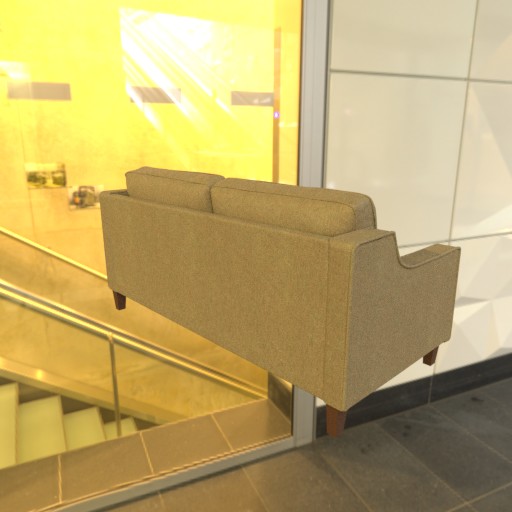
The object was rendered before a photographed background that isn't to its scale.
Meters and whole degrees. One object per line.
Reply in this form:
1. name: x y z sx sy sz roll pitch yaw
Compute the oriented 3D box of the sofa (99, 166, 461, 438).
1. sofa: 0.000 0.000 2.861 1.073 1.074 2.181 -14 21 -42
